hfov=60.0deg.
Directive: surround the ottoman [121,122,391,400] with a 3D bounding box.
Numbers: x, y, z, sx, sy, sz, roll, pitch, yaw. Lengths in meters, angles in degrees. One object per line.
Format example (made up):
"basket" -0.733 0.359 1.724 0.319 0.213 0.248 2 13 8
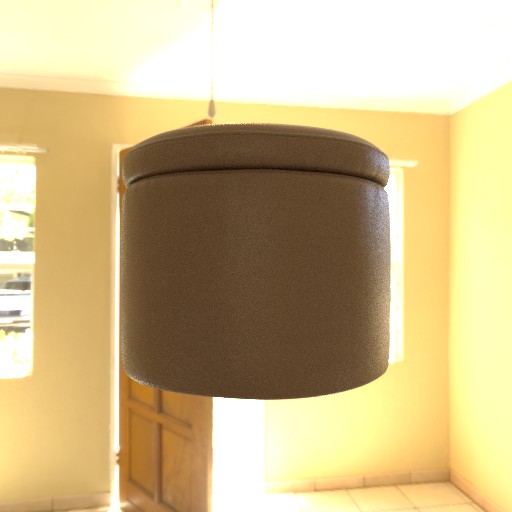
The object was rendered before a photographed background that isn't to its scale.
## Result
"ottoman" 0.000 0.000 0.858 0.500 0.409 0.500 0 -1 0
